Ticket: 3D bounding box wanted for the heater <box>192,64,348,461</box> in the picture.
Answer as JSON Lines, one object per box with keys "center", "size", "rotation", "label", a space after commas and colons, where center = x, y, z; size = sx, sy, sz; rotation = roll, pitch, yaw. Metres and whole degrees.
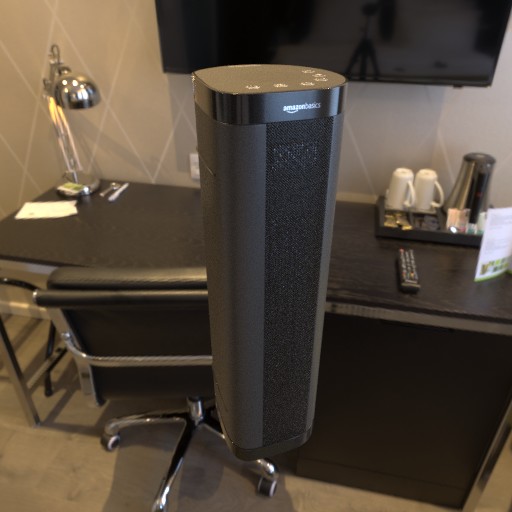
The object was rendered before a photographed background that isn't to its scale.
{"center": [0.000, 0.000, 0.691], "size": [0.174, 0.552, 0.312], "rotation": [-9, 33, -15], "label": "heater"}
